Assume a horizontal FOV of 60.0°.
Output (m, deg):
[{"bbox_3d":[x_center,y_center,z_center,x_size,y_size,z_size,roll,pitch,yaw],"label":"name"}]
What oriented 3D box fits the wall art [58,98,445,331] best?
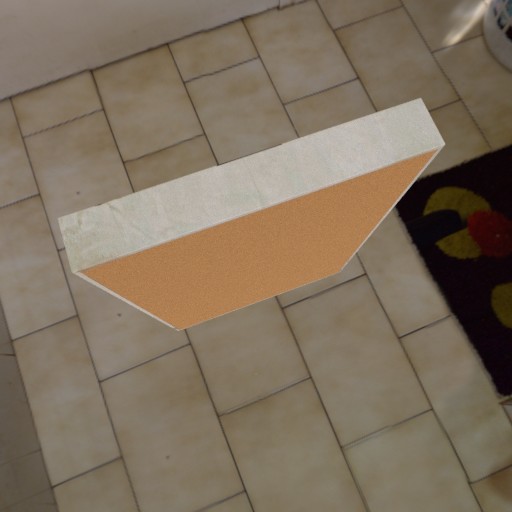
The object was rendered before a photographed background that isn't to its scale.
[{"bbox_3d":[0.000,0.000,0.471,0.254,0.381,0.038,-19,76,-5],"label":"wall art"}]
